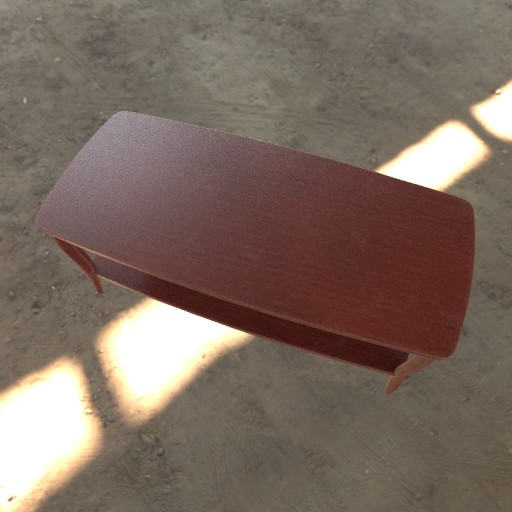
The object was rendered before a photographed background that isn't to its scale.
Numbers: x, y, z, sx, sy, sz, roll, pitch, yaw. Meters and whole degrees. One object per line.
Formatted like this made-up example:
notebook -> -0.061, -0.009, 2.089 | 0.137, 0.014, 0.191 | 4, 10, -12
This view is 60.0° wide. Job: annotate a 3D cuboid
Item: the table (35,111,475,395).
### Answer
table -> 0.000, 0.000, 1.477 | 1.216, 0.473, 0.561 | 17, 60, 10
